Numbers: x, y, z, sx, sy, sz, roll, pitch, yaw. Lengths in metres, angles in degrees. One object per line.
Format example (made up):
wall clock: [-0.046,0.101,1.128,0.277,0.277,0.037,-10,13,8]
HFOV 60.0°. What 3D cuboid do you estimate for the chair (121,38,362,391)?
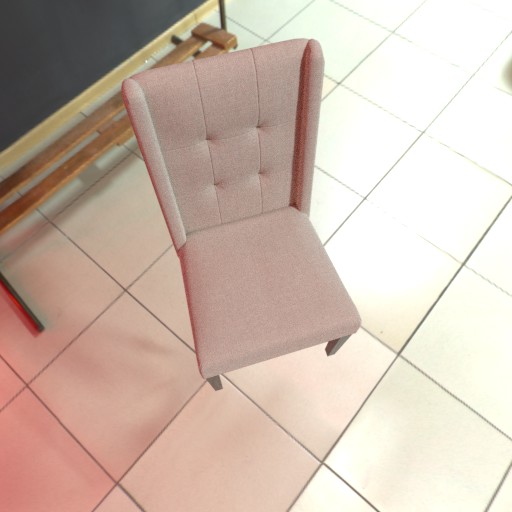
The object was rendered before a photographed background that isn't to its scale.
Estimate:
chair: [0.000,0.000,1.257,0.474,0.961,0.523,-15,66,-7]
